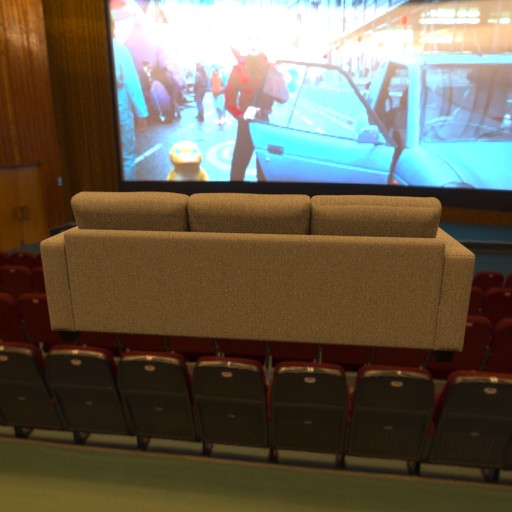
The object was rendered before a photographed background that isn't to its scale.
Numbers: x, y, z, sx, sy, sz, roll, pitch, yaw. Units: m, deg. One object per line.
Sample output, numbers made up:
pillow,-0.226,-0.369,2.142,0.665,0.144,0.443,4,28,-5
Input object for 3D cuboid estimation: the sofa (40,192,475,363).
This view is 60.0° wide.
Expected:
sofa,0.000,0.000,2.581,2.120,0.800,0.900,2,16,6
